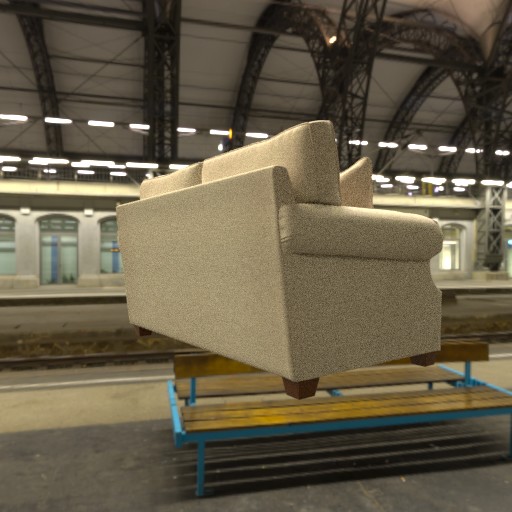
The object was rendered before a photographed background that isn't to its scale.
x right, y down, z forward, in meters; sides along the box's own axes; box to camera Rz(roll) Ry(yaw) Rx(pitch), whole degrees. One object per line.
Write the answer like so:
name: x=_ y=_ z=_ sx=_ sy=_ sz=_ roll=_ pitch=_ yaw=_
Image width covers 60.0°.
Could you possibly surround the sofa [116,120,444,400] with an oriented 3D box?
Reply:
sofa: x=0.000 y=0.000 z=2.313 sx=0.966 sy=0.966 sz=1.701 roll=0 pitch=0 yaw=-36
